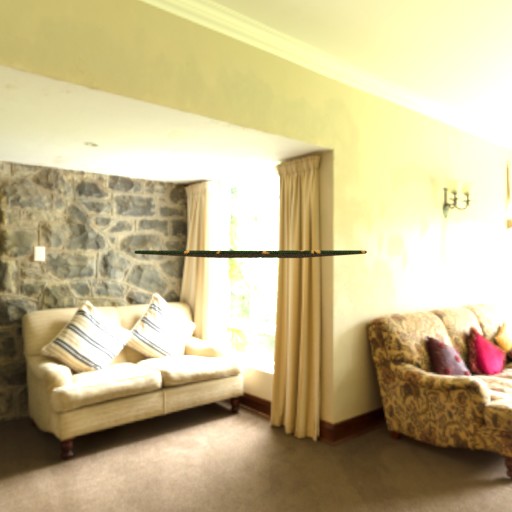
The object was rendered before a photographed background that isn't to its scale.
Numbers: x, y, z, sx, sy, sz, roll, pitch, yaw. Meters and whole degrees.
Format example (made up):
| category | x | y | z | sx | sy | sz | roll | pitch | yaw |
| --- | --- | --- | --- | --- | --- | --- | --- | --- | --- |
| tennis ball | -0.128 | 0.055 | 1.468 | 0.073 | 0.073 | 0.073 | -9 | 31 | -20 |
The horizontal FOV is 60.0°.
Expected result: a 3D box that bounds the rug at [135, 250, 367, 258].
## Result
| category | x | y | z | sx | sy | sz | roll | pitch | yaw |
| --- | --- | --- | --- | --- | --- | --- | --- | --- | --- |
| rug | 0.000 | 0.000 | 2.640 | 0.750 | 0.011 | 2.435 | 0 | -1 | 1 |
